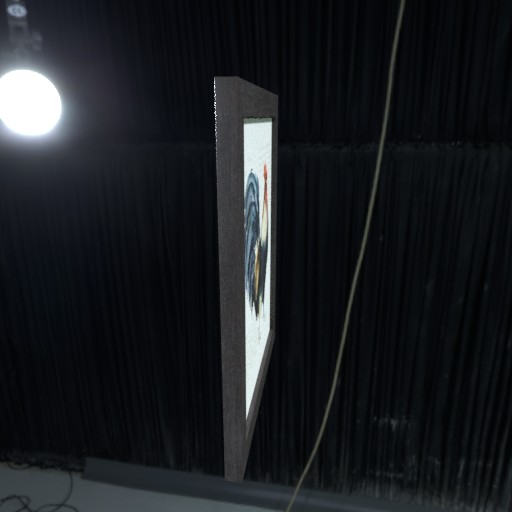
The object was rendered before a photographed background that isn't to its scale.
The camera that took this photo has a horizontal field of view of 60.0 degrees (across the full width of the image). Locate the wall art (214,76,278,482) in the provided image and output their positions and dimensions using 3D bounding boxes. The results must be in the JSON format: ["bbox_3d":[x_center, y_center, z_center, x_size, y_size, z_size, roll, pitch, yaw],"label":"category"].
[{"bbox_3d":[0.000,0.000,0.823,0.027,0.580,0.479,2,18,8],"label":"wall art"}]
